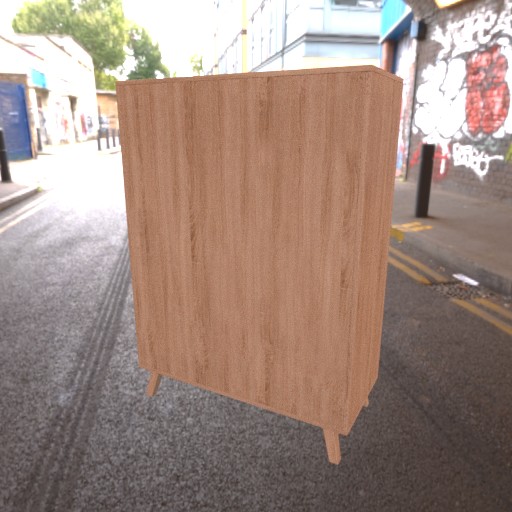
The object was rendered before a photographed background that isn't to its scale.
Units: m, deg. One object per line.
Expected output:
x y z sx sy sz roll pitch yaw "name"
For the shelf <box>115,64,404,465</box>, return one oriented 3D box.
0.000 0.000 1.873 1.000 1.390 0.450 9 18 27 "shelf"
